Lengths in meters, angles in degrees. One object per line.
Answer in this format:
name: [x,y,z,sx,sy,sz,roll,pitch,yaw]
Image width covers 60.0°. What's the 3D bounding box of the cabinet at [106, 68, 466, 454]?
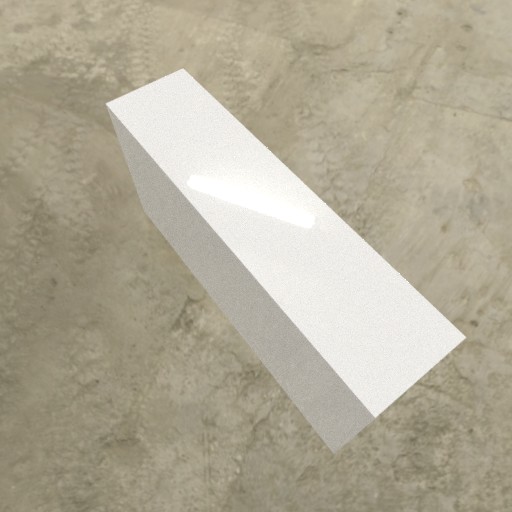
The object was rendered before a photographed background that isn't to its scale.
cabinet: [0.000,0.000,2.004,0.400,0.800,1.650,-33,64,-18]
